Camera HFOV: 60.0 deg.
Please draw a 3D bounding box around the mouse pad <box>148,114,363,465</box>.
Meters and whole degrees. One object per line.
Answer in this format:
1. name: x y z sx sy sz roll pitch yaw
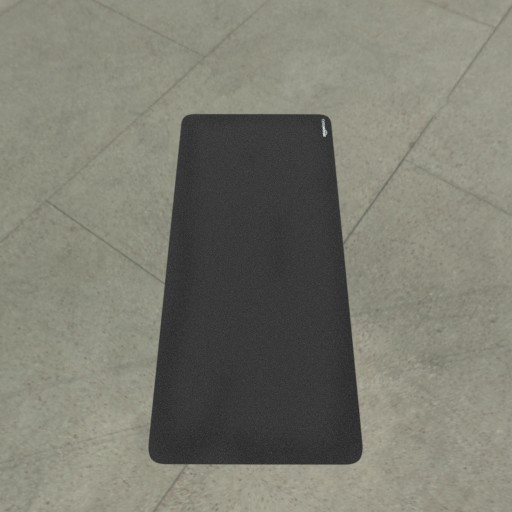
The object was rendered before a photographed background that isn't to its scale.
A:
1. mouse pad: 0.000 0.000 1.064 0.424 0.003 0.907 0 63 0
